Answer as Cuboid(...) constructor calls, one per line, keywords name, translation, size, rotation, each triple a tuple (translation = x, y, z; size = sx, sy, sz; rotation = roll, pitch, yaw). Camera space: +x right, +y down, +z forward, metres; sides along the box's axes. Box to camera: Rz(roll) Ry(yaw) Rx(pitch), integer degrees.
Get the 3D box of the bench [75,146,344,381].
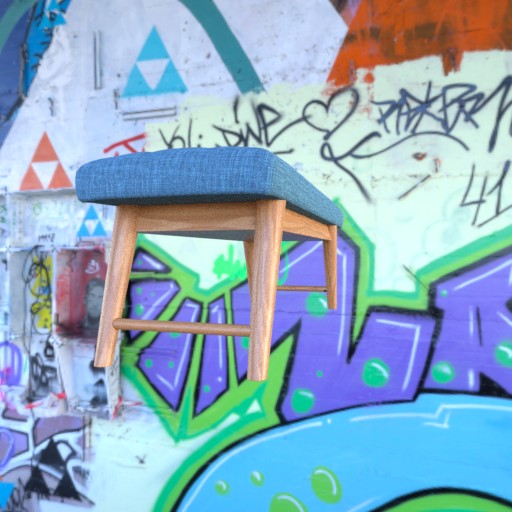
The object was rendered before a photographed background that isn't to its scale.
Cuboid(name="bench", translation=(0.000, 0.000, 1.337), size=(0.406, 0.432, 1.118), rotation=(0, 0, 17))
